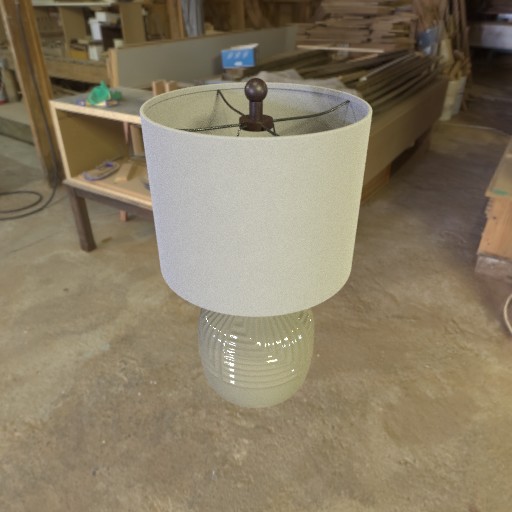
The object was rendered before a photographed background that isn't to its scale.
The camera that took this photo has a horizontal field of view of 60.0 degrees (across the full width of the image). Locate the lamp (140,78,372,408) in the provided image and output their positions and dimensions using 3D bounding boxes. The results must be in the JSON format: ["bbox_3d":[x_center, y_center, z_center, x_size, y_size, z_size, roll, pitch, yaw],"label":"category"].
[{"bbox_3d":[0.000,0.000,0.750,0.318,0.567,0.318,0,32,0],"label":"lamp"}]
